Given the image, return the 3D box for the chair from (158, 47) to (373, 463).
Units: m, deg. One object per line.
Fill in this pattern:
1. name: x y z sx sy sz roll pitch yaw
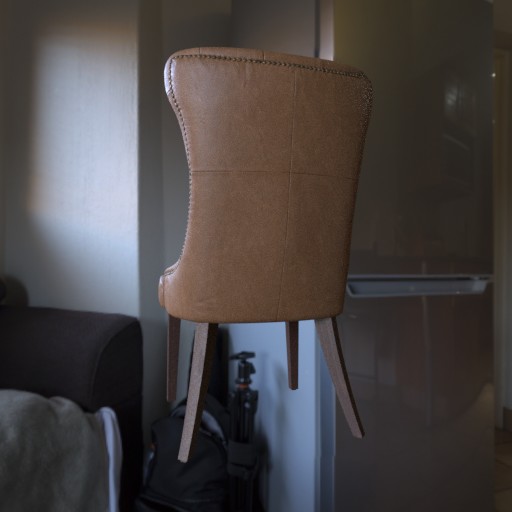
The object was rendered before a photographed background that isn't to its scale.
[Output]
1. chair: 0.000 0.000 1.426 0.611 1.065 0.669 0 0 -17
